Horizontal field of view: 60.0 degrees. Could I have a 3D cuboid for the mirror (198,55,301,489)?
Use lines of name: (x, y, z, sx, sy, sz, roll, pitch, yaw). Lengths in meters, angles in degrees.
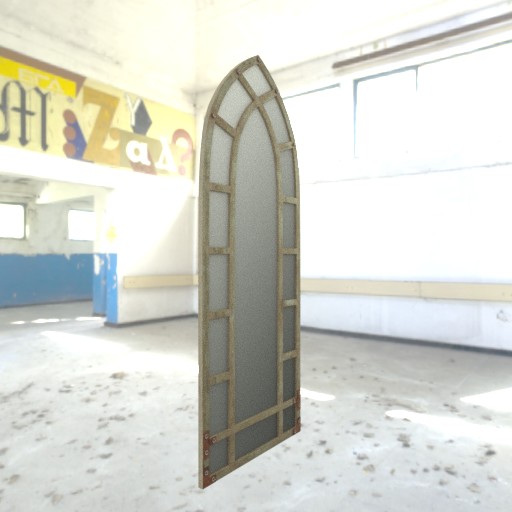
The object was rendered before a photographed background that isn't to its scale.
mirror: (0.000, 0.000, 1.303, 0.025, 1.175, 0.464, 0, 0, 38)
